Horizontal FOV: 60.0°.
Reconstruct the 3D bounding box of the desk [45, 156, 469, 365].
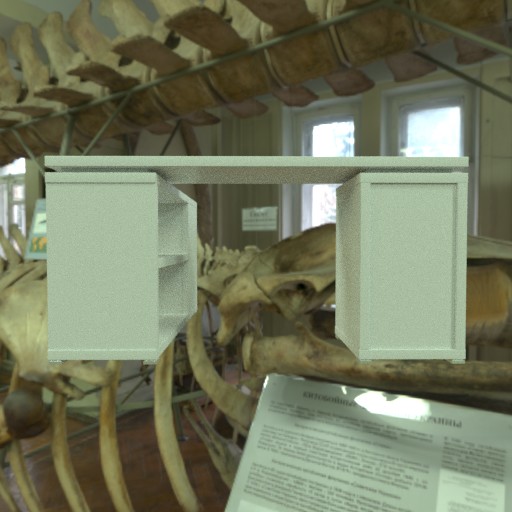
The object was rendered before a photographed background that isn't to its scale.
[{"bbox_3d":[0.000,0.000,2.203,1.524,0.753,1.200,0,2,-1],"label":"desk"}]
